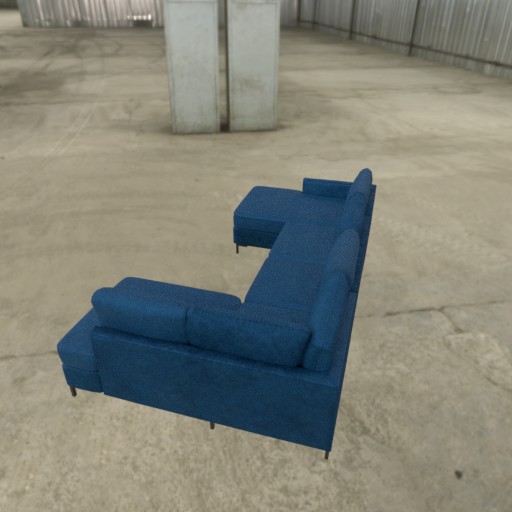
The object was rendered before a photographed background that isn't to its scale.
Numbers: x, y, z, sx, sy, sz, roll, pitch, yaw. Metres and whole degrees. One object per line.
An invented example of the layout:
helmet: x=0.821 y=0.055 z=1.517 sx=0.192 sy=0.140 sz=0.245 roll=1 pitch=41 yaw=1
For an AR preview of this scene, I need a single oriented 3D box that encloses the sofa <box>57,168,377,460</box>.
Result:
sofa: x=0.000 y=0.000 z=4.382 sx=2.055 sy=0.992 sz=3.434 roll=9 pitch=32 yaw=14
